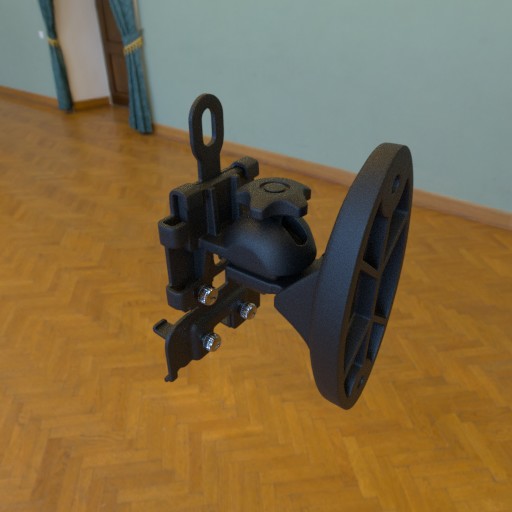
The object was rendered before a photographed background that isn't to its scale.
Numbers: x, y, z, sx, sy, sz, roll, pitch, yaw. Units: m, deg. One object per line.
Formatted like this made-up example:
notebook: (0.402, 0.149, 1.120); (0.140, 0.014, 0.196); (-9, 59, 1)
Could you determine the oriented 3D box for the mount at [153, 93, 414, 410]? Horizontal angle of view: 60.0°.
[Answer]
mount: (0.000, 0.000, 0.176); (0.100, 0.118, 0.066); (21, 38, 30)
